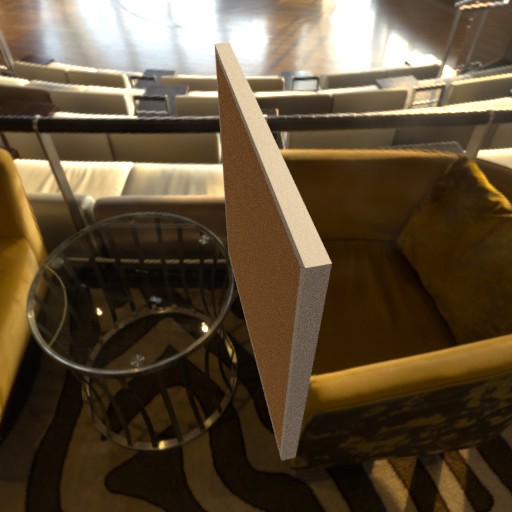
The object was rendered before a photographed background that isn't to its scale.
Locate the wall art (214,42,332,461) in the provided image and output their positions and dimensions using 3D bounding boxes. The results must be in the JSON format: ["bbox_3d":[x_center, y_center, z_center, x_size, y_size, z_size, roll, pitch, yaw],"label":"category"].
[{"bbox_3d":[0.000,0.000,1.133,0.038,0.762,0.762,-10,48,-9],"label":"wall art"}]
